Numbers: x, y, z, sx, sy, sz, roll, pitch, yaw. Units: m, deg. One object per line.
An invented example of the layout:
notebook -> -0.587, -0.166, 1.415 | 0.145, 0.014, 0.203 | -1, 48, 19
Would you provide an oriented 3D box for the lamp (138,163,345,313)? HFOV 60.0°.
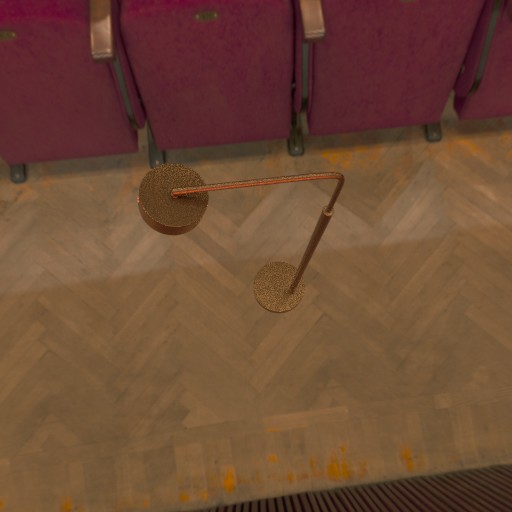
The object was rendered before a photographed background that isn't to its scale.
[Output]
lamp -> 0.000, 0.000, 1.336 | 0.418, 1.230, 0.219 | -6, 76, -1
